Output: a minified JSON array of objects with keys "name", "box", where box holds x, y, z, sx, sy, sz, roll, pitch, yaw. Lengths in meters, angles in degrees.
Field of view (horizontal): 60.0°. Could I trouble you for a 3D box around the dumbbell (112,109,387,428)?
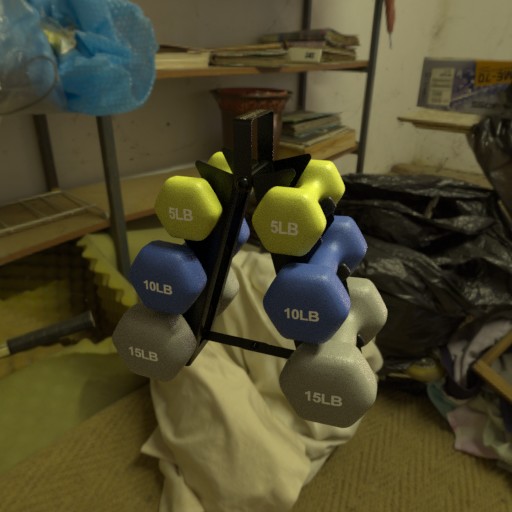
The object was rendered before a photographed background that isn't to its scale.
[{"name":"dumbbell","box":[0.000,0.000,0.690,0.416,0.426,0.261,9,27,18]}]
